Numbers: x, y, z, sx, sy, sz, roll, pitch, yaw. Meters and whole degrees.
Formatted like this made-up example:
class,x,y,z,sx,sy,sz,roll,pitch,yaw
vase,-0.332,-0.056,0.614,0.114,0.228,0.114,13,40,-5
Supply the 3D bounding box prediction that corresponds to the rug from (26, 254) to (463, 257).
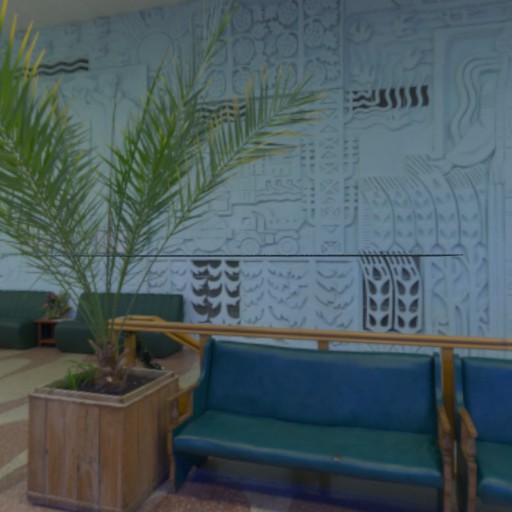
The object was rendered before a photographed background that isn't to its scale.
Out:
class,x,y,z,sx,sy,sz,roll,pitch,yaw
rug,0.000,0.000,4.204,3.371,0.008,2.190,0,0,18
